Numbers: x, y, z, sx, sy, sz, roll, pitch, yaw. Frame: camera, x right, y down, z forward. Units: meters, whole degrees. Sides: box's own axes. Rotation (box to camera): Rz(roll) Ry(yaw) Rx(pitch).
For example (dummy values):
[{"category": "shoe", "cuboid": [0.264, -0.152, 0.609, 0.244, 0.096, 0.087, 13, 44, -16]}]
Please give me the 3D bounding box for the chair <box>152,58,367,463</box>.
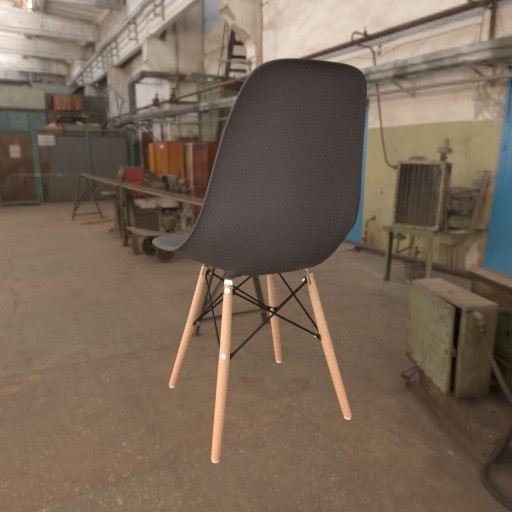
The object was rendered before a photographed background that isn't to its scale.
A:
[{"category": "chair", "cuboid": [0.000, 0.000, 1.113, 0.470, 0.826, 0.533, -6, 15, -26]}]
